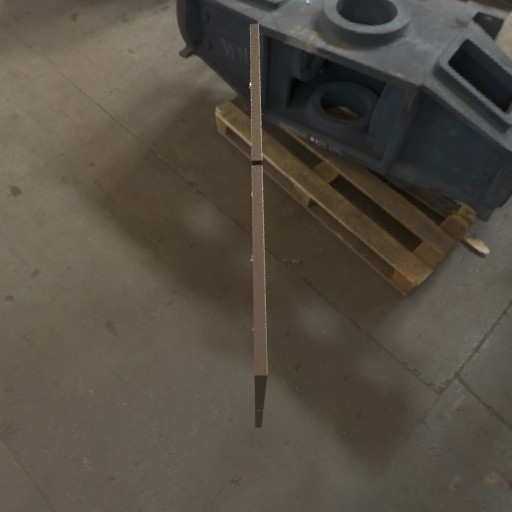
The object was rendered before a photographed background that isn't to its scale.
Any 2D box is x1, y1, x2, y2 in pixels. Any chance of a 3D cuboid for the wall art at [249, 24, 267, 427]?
[{"bbox_3d":[0.000,0.000,1.553,0.030,1.032,1.032,-1,64,0],"label":"wall art"}]
